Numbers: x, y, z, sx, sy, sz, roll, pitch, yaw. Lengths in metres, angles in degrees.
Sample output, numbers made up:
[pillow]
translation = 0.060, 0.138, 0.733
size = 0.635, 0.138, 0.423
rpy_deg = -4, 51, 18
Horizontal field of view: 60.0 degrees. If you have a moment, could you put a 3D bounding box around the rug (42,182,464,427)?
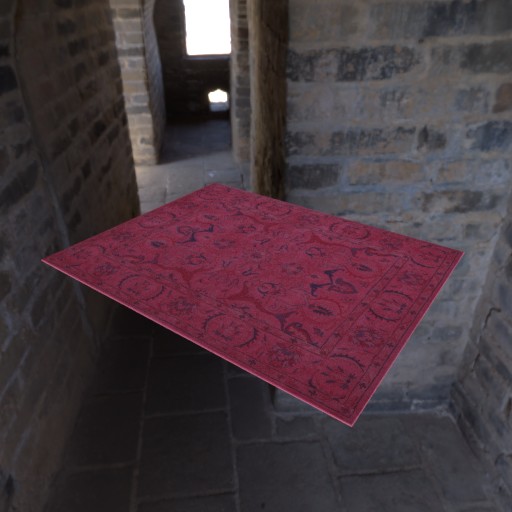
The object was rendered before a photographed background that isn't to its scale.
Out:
[rug]
translation = 0.000, 0.000, 3.895
size = 2.929, 0.012, 2.300
rpy_deg = 20, 36, 31
